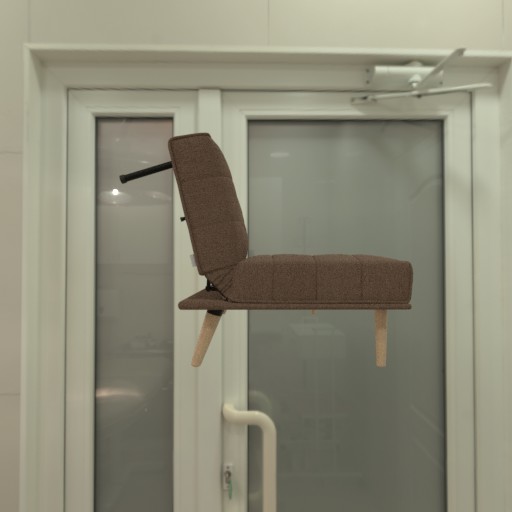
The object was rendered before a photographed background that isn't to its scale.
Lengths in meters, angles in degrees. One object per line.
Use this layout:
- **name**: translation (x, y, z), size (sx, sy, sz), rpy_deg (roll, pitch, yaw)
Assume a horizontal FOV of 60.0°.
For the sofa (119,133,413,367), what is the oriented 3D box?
- **sofa**: translation (0.000, 0.000, 2.373), size (1.038, 0.810, 1.820), rpy_deg (0, -1, -1)
